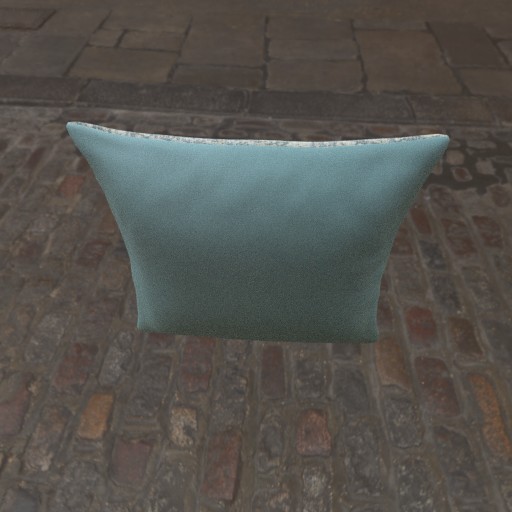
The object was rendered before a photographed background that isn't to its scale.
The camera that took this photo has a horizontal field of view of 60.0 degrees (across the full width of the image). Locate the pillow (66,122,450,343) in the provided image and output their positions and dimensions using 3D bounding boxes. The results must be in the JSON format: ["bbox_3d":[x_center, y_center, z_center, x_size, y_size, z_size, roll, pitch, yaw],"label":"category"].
[{"bbox_3d":[0.000,0.000,0.786,0.526,0.507,0.166,3,46,2],"label":"pillow"}]
